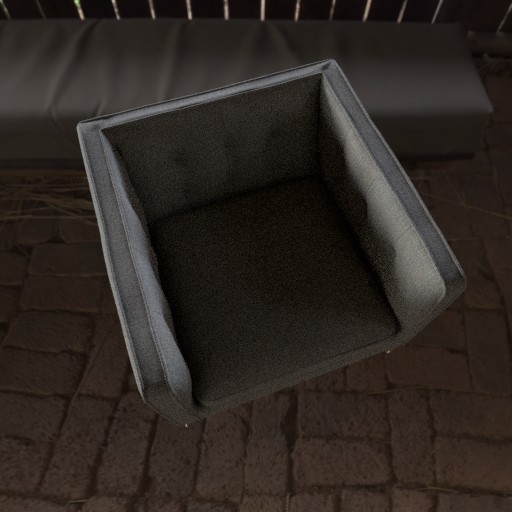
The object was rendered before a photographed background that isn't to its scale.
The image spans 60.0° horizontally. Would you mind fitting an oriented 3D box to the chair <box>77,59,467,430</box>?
[{"bbox_3d":[0.000,0.000,1.620,0.920,0.799,0.912,-18,64,-9],"label":"chair"}]
